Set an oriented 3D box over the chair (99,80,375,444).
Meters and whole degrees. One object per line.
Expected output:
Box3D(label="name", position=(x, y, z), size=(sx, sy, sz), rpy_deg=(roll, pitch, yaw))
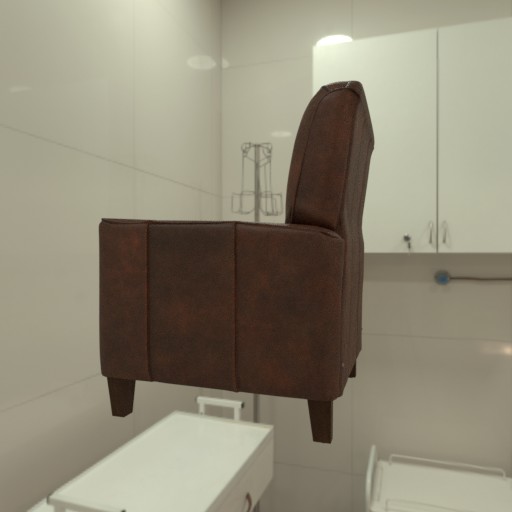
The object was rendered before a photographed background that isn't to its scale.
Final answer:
Box3D(label="chair", position=(0.000, 0.000, 1.672), size=(0.836, 1.043, 0.843), rpy_deg=(0, 0, 18))
